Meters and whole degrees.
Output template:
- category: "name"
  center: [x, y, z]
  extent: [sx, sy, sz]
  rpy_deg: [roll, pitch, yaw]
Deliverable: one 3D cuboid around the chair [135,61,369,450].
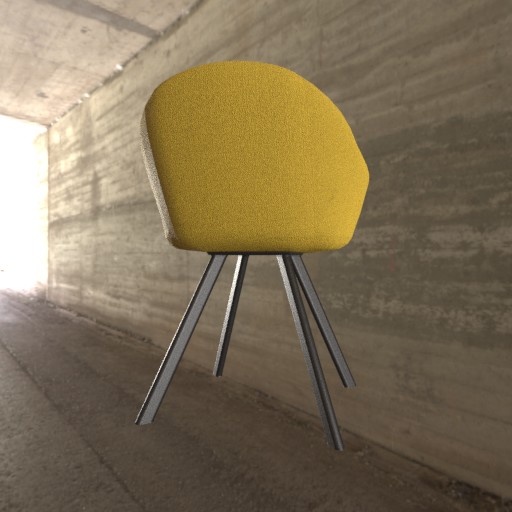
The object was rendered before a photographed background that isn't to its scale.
- category: "chair"
  center: [0.000, 0.000, 1.132]
  extent: [0.545, 0.775, 0.565]
  rpy_deg: [0, 0, 17]
